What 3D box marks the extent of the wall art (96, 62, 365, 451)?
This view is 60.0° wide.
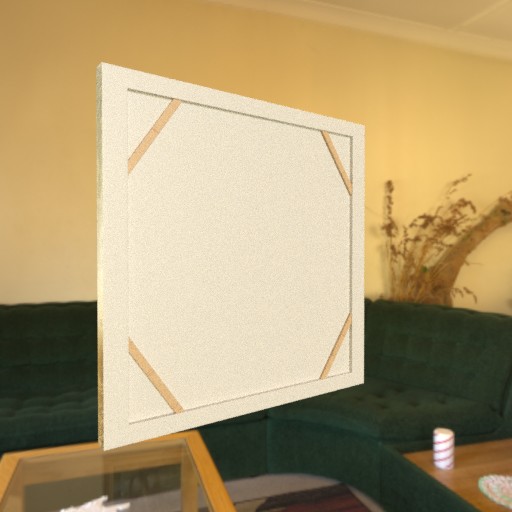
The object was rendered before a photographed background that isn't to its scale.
[{"bbox_3d":[0.000,0.000,1.579,1.092,1.091,0.051,-1,1,-36],"label":"wall art"}]
